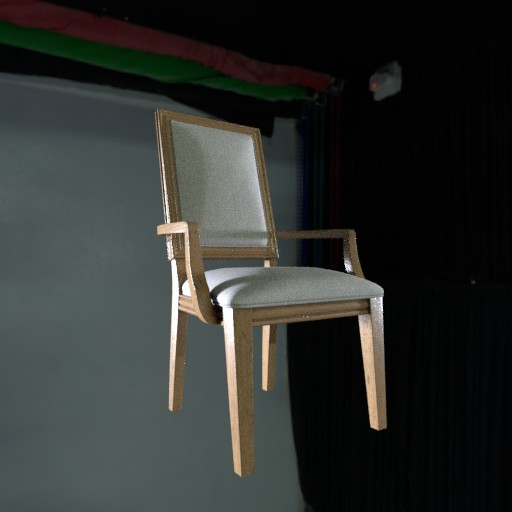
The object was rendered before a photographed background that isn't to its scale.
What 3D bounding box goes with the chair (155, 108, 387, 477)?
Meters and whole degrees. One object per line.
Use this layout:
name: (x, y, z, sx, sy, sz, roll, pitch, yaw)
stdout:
chair: (0.000, 0.000, 1.380, 0.606, 0.990, 0.602, 0, 0, -35)
